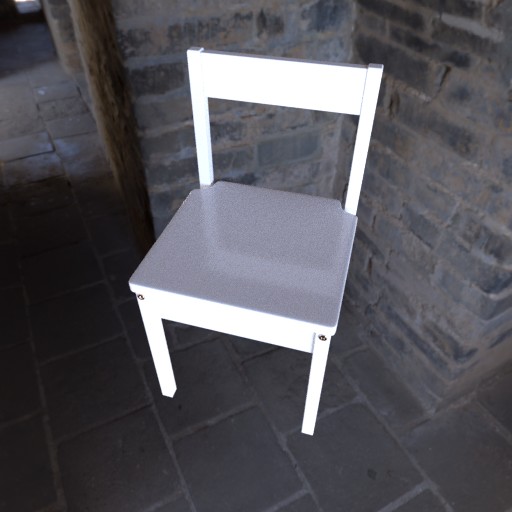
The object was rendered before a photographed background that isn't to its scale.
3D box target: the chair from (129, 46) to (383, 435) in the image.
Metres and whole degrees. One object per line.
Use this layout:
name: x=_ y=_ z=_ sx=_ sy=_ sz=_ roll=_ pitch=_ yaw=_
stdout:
chair: x=0.000 y=0.000 z=0.895 sx=0.367 sy=0.668 sz=0.361 roll=11 pitch=43 yaw=12
